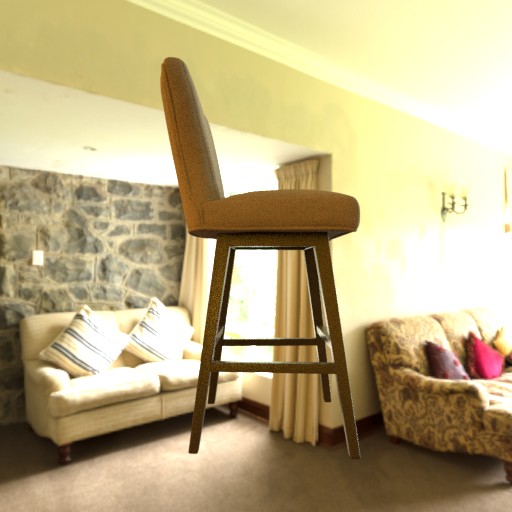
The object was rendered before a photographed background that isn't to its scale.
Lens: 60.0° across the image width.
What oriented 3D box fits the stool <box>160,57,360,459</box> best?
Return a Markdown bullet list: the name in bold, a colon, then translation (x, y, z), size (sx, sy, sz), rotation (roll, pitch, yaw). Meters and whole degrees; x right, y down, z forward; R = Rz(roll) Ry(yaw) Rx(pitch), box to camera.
- **stool**: translation (0.000, 0.000, 1.439), size (0.574, 1.086, 0.514), rotation (0, -1, 1)
